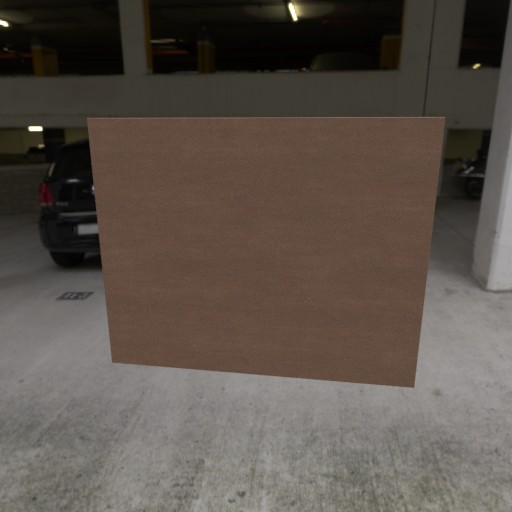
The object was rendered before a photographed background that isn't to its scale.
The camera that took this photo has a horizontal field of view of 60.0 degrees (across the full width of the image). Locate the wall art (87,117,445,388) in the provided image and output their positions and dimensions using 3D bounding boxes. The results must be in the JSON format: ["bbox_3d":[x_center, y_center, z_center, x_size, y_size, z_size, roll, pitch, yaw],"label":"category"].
[{"bbox_3d":[0.000,0.000,0.685,0.508,0.408,0.012,3,17,8],"label":"wall art"}]
